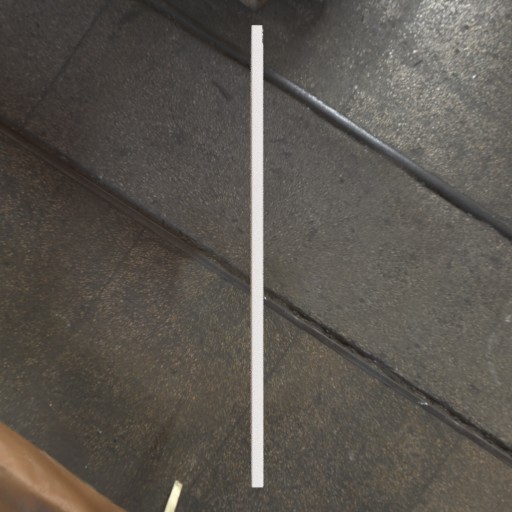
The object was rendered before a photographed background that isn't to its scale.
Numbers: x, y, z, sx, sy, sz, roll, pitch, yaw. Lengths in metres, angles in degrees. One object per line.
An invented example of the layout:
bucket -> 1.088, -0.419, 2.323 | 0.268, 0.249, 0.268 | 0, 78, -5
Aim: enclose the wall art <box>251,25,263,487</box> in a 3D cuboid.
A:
wall art -> 0.000, 0.000, 1.712 | 0.039, 0.507, 1.520 | 0, 90, -1
